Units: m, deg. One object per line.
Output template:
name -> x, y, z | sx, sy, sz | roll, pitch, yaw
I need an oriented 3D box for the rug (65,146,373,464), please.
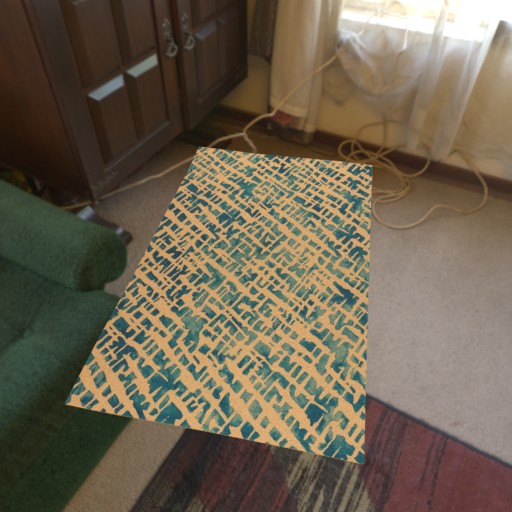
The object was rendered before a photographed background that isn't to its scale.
rug -> 0.000, 0.000, 3.006 | 1.520, 0.011, 2.447 | 8, 47, 8
